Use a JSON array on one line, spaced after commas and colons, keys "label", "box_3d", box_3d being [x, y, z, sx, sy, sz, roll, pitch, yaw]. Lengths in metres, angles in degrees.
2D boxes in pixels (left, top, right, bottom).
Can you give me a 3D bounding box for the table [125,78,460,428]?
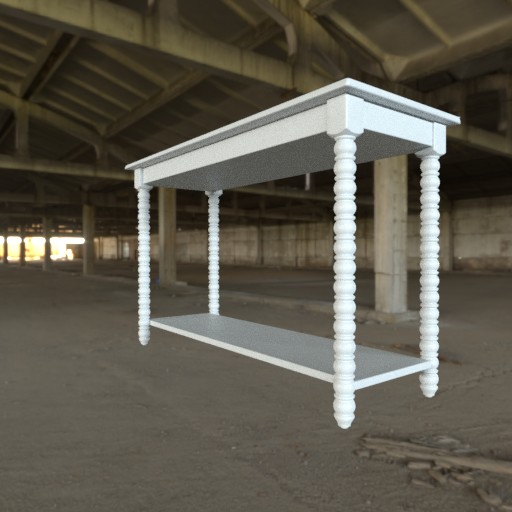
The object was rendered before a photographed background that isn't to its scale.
[{"label": "table", "box_3d": [0.000, 0.000, 1.500, 0.459, 0.740, 1.184, -1, 1, -38]}]
